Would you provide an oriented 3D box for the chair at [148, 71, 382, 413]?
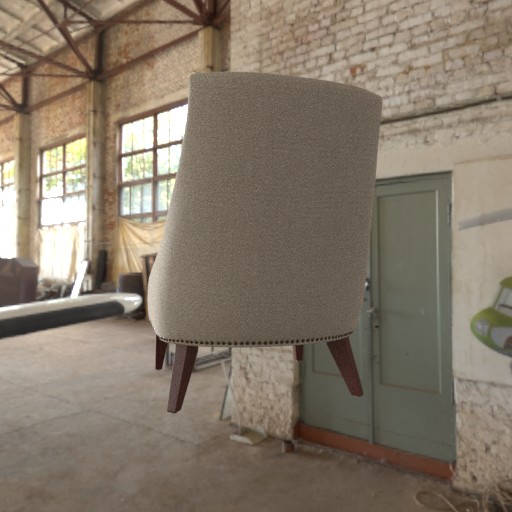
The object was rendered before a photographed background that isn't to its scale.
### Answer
[{"bbox_3d":[0.000,0.000,1.520,0.701,0.909,0.861,0,-1,-16],"label":"chair"}]
